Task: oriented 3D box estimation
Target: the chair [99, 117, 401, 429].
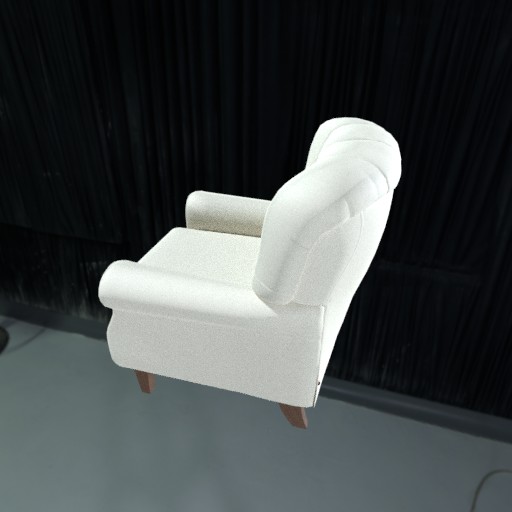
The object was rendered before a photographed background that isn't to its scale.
[{"bbox_3d":[0.000,0.000,2.034,1.132,1.169,1.035,8,31,14],"label":"chair"}]
